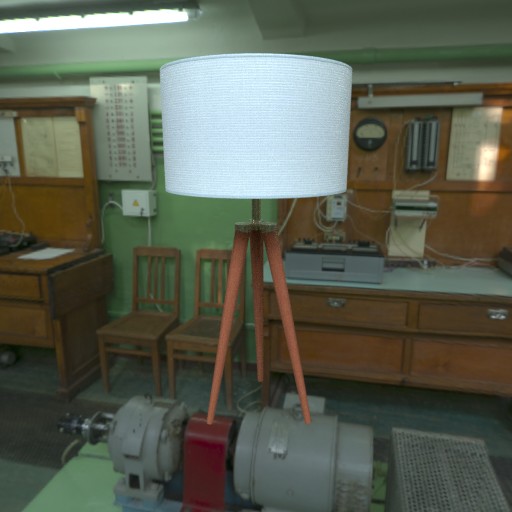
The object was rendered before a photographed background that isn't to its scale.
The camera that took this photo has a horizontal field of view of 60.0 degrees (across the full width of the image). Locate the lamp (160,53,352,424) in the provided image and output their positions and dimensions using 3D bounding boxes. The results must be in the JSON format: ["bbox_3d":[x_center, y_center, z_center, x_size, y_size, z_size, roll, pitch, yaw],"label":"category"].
[{"bbox_3d":[0.000,0.000,0.918,0.355,0.709,0.354,3,14,11],"label":"lamp"}]
